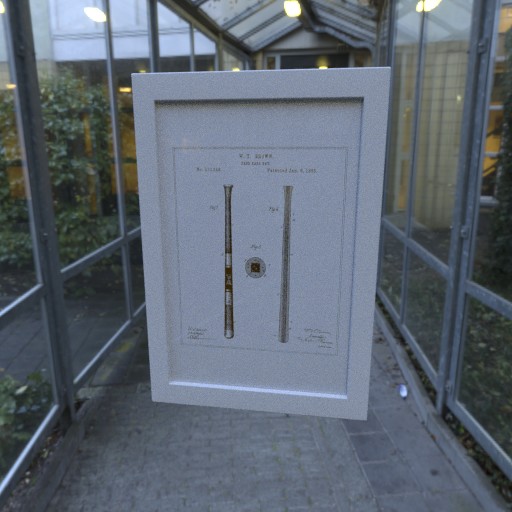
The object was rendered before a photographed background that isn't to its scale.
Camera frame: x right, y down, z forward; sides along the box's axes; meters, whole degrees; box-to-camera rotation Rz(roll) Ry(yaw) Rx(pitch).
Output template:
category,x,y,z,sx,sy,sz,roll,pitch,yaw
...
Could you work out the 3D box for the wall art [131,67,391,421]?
category,x,y,z,sx,sy,sz,roll,pitch,yaw
wall art,0.000,0.000,0.618,0.329,0.482,0.011,2,14,9
